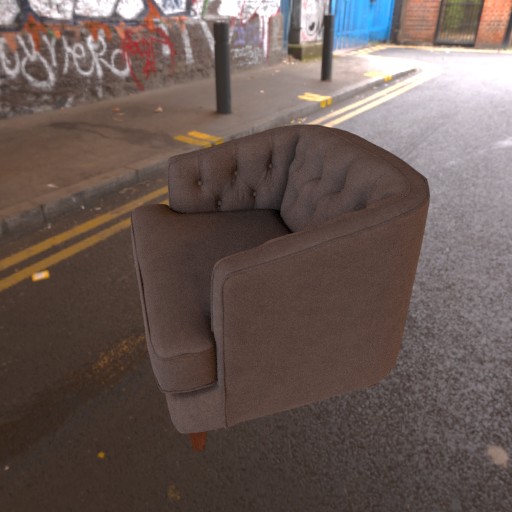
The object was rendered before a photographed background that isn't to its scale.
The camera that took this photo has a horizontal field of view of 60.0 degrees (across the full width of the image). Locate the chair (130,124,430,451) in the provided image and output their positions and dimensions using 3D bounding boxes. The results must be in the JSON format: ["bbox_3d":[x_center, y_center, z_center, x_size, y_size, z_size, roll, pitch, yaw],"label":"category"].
[{"bbox_3d":[0.000,0.000,1.785,0.941,0.852,1.104,-9,31,-15],"label":"chair"}]
